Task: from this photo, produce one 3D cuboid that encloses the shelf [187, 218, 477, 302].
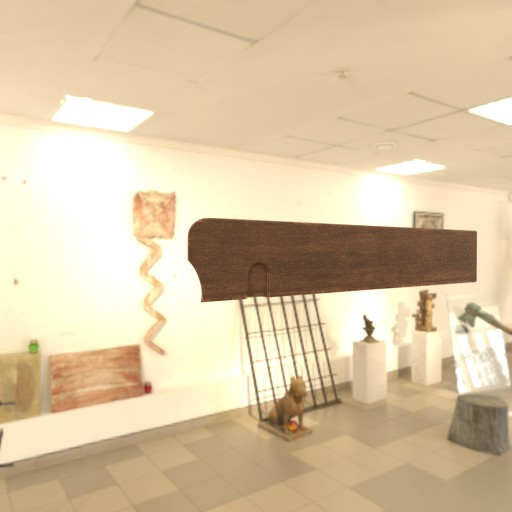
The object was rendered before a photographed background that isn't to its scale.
[{"bbox_3d":[0.000,0.000,0.468,0.310,0.050,0.310,0,1,-35],"label":"shelf"}]
